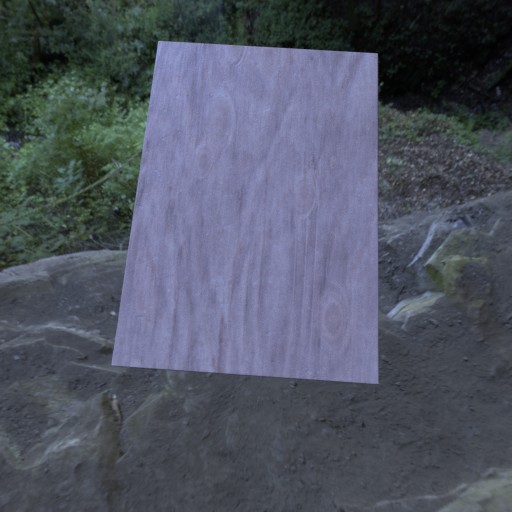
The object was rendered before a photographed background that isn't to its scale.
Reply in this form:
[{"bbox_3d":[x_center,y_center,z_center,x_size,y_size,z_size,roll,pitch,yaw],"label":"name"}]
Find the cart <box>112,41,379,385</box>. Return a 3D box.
[{"bbox_3d":[0.000,0.000,1.136,0.403,0.839,0.584,4,76,1],"label":"cart"}]
